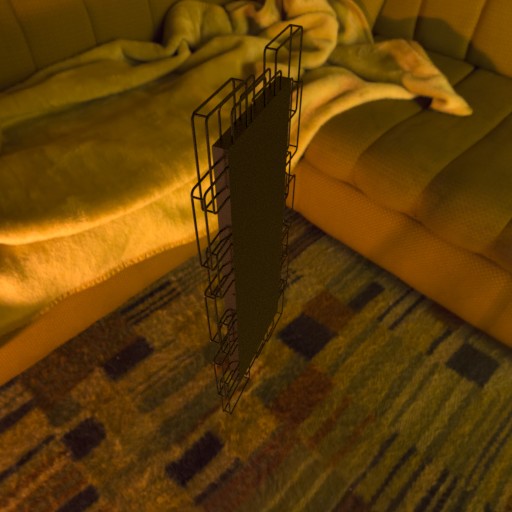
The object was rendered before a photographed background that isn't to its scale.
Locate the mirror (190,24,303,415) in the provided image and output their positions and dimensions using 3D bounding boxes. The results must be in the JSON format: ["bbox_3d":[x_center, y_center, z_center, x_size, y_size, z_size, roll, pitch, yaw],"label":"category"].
[{"bbox_3d":[0.000,0.000,1.370,0.037,1.192,0.565,18,49,16],"label":"mirror"}]
